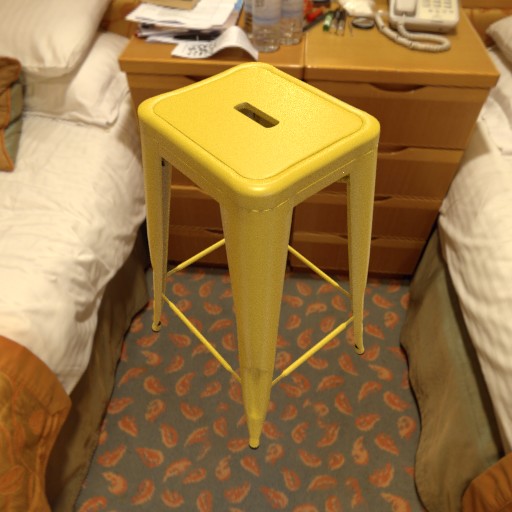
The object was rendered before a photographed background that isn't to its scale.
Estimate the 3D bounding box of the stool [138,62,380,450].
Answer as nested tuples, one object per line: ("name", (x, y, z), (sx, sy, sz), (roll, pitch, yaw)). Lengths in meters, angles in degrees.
("stool", (0.000, 0.000, 0.864), (0.359, 0.609, 0.399), (-33, 55, -27))
